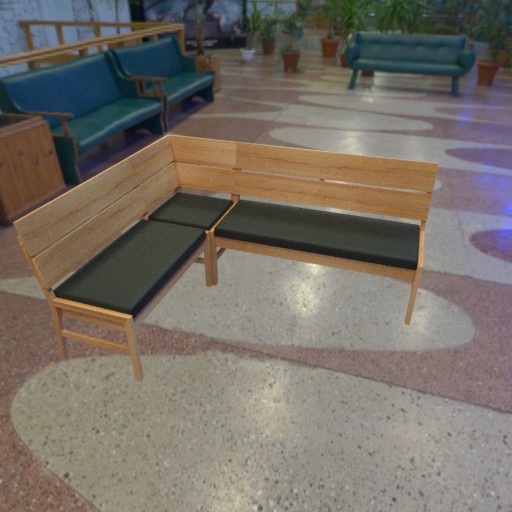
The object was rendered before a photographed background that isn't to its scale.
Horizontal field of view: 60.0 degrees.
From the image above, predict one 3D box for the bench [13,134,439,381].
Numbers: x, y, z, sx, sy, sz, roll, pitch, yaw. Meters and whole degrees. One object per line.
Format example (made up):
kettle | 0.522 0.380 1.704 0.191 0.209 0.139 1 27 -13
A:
bench | 0.000 0.000 2.717 1.948 0.890 1.548 10 33 16
